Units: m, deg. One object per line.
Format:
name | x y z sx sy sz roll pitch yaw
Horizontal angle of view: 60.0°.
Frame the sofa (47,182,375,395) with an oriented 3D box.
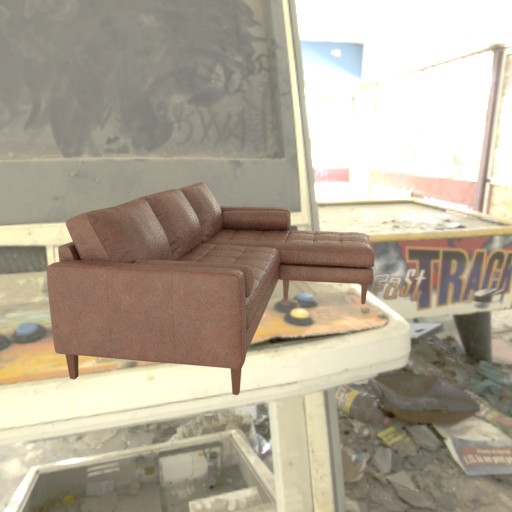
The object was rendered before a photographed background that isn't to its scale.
sofa | 0.000 0.000 2.978 1.613 0.841 2.185 2 14 10
